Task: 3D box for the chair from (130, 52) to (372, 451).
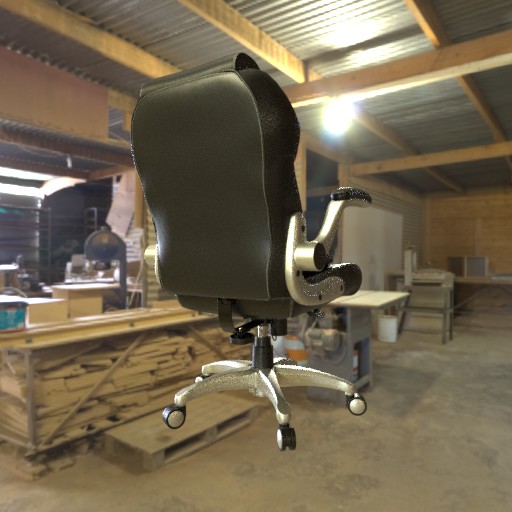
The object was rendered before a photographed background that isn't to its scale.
[{"bbox_3d":[0.000,0.000,1.627,0.724,1.141,0.801,0,0,35],"label":"chair"}]
